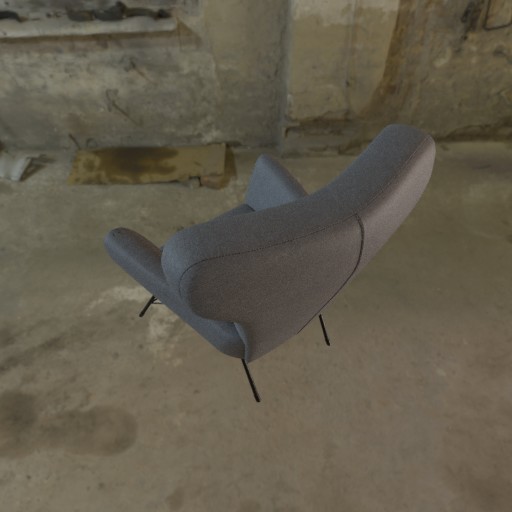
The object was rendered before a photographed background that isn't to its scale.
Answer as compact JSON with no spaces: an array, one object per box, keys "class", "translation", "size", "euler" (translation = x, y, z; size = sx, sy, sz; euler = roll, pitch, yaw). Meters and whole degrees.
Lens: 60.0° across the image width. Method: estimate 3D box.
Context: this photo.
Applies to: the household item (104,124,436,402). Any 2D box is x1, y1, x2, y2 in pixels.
[{"class":"household item","translation":[0.000,0.000,1.747],"size":[0.980,1.050,0.900],"euler":[-31,54,-26]}]
